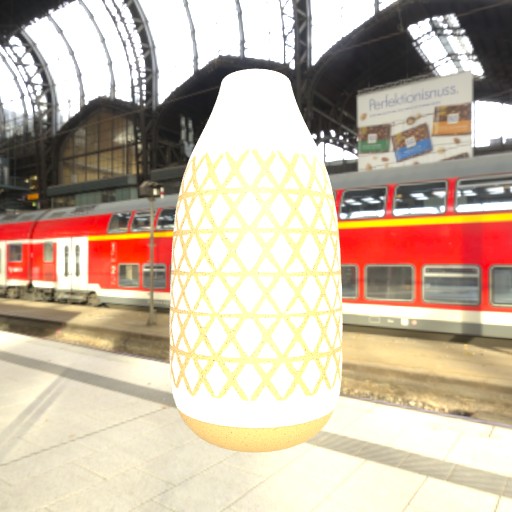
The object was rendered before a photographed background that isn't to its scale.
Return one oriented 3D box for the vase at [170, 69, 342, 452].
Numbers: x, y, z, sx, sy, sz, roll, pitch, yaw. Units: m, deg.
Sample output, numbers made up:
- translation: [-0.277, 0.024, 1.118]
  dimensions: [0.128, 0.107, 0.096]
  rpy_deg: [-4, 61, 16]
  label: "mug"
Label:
- translation: [0.000, 0.000, 0.486]
  dimensions: [0.186, 0.380, 0.186]
  rpy_deg: [0, 0, 0]
  label: "vase"
